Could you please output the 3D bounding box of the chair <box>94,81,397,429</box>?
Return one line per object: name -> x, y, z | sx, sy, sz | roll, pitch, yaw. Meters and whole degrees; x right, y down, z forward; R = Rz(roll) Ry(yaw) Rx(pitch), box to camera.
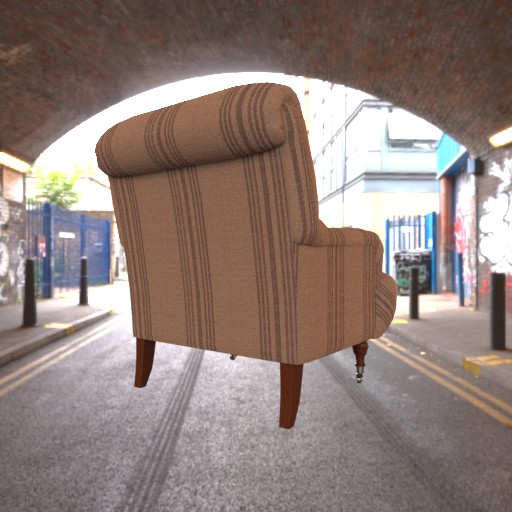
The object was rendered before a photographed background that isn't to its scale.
chair -> 0.000, 0.000, 1.618 | 0.813, 0.940, 0.914 | 0, 0, 37
